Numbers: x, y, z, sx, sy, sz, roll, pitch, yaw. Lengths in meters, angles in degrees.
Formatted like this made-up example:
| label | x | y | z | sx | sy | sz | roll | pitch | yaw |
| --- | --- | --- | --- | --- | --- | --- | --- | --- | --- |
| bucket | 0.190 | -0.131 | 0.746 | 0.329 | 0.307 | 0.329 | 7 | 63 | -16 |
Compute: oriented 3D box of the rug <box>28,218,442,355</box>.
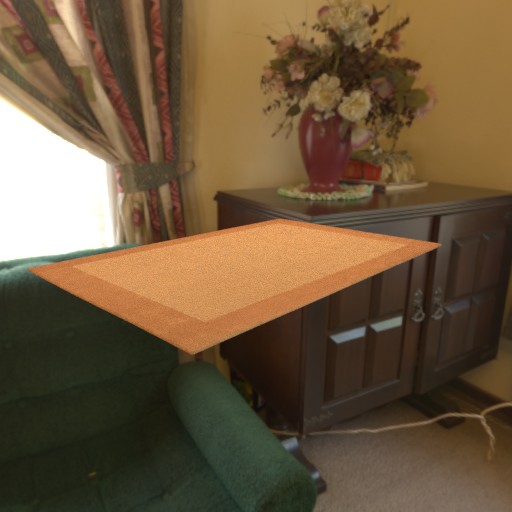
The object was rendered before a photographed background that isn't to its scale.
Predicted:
| label | x | y | z | sx | sy | sz | roll | pitch | yaw |
| --- | --- | --- | --- | --- | --- | --- | --- | --- | --- |
| rug | 0.000 | 0.000 | 2.310 | 1.219 | 0.014 | 1.829 | 14 | 20 | 41 |
